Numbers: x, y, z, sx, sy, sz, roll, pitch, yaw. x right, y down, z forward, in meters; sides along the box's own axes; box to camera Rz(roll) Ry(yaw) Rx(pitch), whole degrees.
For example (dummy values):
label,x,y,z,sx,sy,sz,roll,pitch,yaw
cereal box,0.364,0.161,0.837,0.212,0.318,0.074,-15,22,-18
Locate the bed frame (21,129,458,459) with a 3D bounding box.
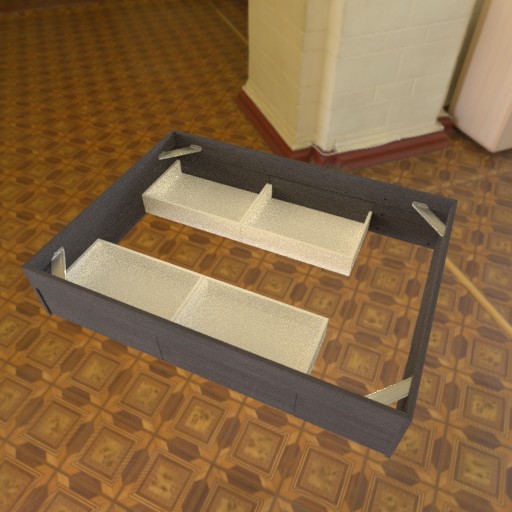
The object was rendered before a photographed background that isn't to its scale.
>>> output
label,x,y,z,sx,sy,sz,roll,pitch,yaw
bed frame,0.000,0.000,2.554,1.944,0.459,1.448,18,49,16
